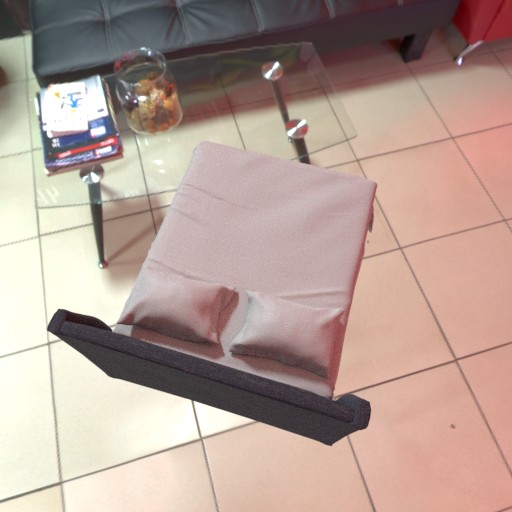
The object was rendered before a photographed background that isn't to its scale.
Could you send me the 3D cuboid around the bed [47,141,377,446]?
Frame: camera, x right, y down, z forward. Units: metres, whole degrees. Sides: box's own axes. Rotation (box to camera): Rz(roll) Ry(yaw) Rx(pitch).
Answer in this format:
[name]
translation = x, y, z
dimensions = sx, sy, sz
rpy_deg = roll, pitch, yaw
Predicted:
[bed]
translation = 0.000, 0.000, 3.521
dimensions = 1.925, 1.332, 2.276
rpy_deg = 15, 64, 7
